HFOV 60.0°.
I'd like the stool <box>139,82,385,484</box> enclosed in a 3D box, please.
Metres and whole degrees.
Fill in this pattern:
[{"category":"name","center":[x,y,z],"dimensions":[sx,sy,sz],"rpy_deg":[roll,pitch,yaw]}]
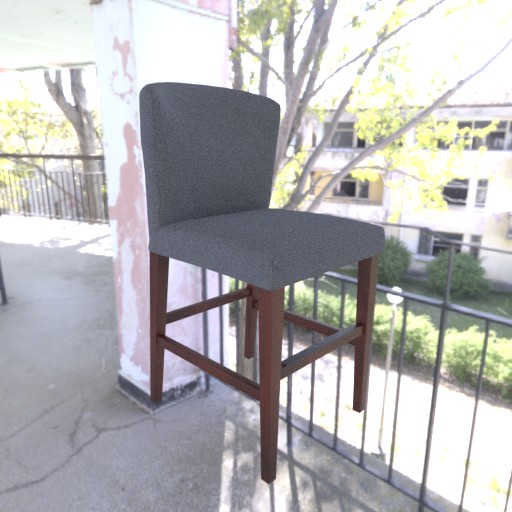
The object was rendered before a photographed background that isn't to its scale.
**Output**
[{"category":"stool","center":[0.000,0.000,1.271],"dimensions":[0.568,0.968,0.479],"rpy_deg":[14,20,43]}]
